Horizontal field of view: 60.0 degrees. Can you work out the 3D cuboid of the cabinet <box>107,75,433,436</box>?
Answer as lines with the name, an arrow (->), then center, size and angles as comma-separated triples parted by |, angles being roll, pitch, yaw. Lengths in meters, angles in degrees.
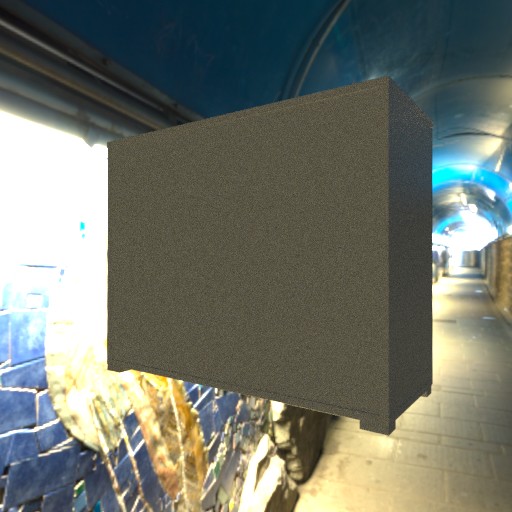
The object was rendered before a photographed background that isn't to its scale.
cabinet -> 0.000, 0.000, 1.433 | 1.000, 0.800, 0.400 | 0, 0, 35
